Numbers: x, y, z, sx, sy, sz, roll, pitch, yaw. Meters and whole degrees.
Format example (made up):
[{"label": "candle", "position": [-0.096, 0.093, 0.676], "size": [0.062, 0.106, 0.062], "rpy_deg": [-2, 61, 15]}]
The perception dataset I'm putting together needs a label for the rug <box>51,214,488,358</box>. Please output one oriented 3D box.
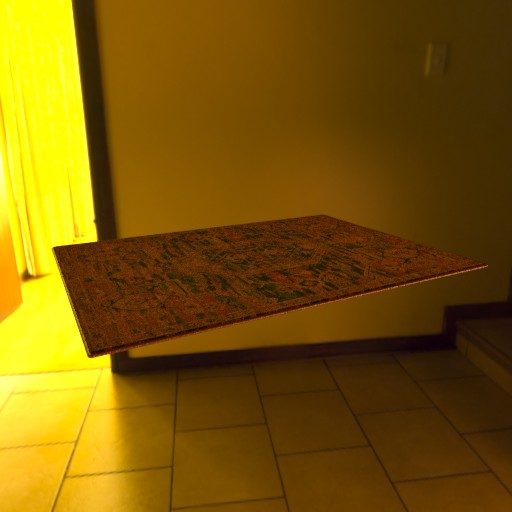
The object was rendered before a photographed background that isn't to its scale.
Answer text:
[{"label": "rug", "position": [0.000, 0.000, 2.740], "size": [2.204, 0.024, 1.588], "rpy_deg": [-9, 19, -27]}]
